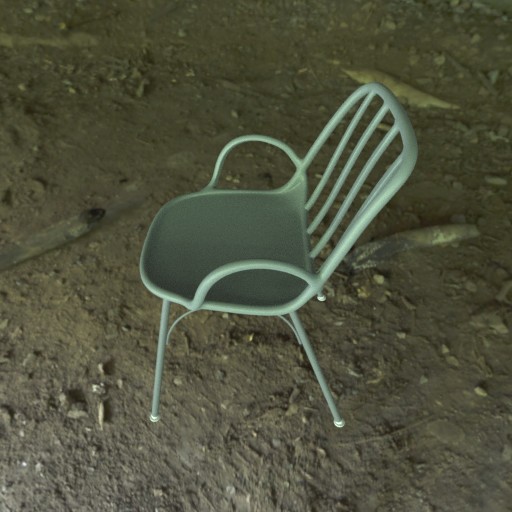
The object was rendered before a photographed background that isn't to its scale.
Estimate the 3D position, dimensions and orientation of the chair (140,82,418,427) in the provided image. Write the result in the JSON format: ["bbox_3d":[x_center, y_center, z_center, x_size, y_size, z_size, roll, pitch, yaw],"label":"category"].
[{"bbox_3d":[0.000,0.000,1.163,0.597,0.816,0.549,0,41,0],"label":"chair"}]
